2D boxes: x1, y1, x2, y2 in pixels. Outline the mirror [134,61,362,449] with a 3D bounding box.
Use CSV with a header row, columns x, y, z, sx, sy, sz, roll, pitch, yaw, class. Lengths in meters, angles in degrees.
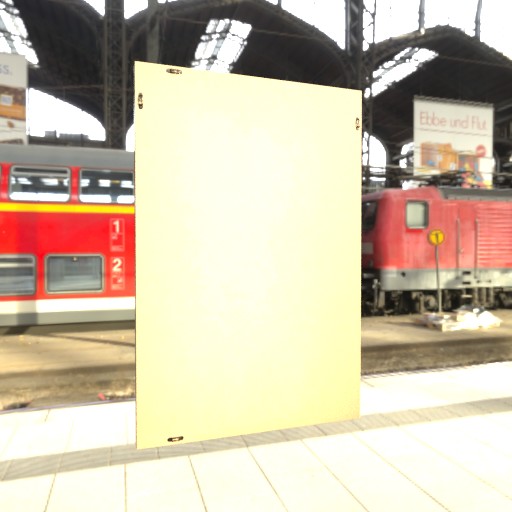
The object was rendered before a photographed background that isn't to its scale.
x,y,z,sx,sy,sz,roll,pitch,yaw,class
0.000,0.000,1.155,0.609,0.915,0.041,0,1,-19,mirror
